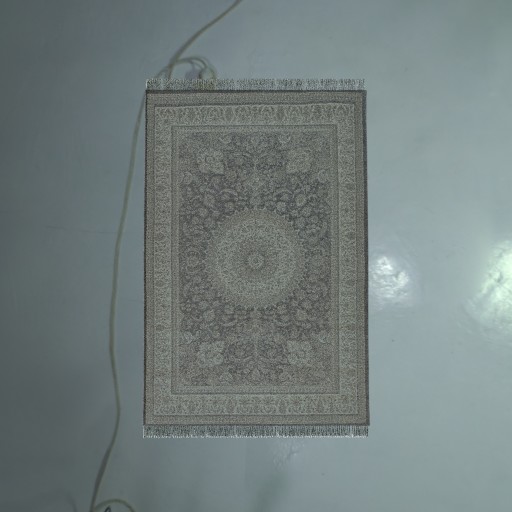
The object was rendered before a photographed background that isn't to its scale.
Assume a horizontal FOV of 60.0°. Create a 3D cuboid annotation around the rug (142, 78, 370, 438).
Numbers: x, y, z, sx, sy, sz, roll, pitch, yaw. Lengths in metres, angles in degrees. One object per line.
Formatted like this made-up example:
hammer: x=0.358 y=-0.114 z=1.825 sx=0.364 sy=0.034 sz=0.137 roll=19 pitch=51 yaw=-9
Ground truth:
rug: x=0.000 y=0.000 z=3.013 sx=1.528 sy=0.010 sz=2.440 roll=0 pitch=88 yaw=0
